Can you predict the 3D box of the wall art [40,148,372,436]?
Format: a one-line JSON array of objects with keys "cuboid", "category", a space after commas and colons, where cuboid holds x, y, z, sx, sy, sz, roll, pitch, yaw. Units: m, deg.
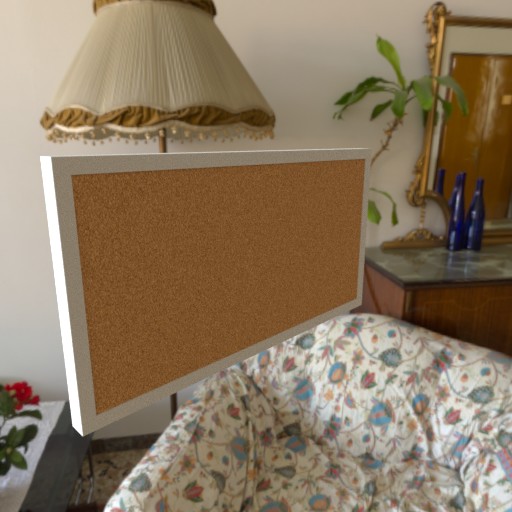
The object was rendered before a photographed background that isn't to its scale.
[{"cuboid": [0.000, 0.000, 0.935, 0.038, 0.431, 0.812, 14, 20, 43], "category": "wall art"}]
